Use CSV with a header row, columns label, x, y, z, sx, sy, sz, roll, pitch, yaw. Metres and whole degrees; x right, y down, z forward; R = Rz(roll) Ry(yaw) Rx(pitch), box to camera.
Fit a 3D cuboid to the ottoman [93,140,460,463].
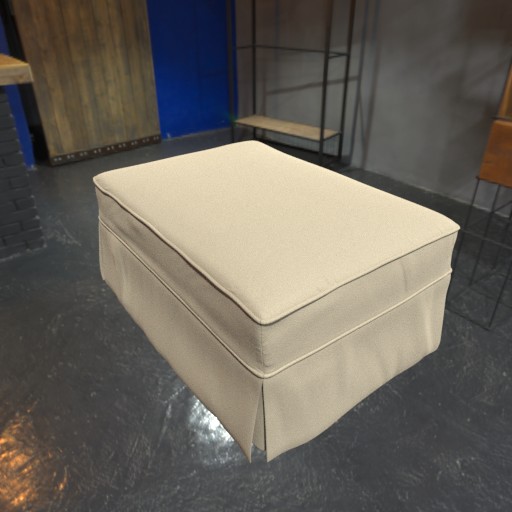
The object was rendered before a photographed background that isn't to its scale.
label,x,y,z,sx,sy,sz,roll,pitch,yaw
ottoman,0.000,0.000,1.354,0.721,0.482,0.959,-21,37,-31
